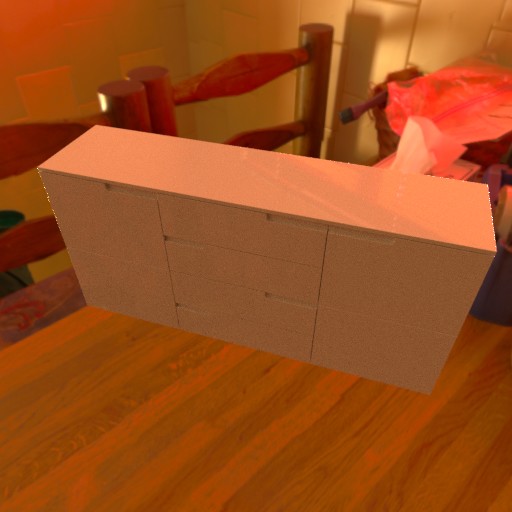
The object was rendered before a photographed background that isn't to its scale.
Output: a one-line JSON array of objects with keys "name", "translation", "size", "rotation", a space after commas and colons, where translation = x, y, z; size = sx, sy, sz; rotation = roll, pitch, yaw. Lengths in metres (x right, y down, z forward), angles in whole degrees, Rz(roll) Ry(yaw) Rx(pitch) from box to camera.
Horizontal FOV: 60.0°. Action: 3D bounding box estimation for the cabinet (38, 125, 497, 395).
[{"name": "cabinet", "translation": [0.000, 0.000, 1.929], "size": [1.650, 0.800, 0.400], "rotation": [12, 42, 13]}]
